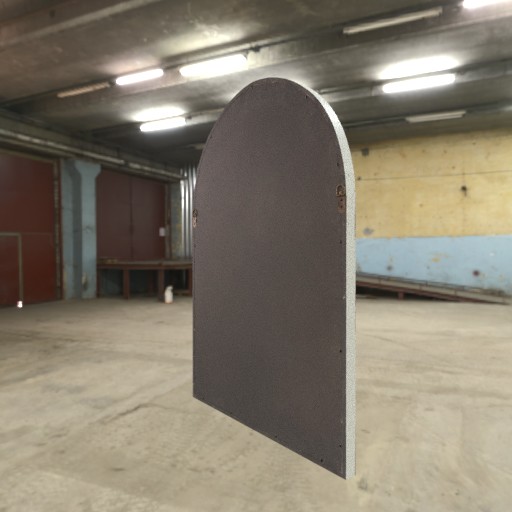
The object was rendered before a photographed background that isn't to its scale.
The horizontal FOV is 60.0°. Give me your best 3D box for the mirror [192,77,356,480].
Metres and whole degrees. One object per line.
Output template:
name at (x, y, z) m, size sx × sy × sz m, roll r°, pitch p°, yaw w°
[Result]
mirror at (0.000, 0.000, 1.184) m, size 0.032 × 0.920 × 0.660 m, roll 0°, pitch 0°, yaw -36°
